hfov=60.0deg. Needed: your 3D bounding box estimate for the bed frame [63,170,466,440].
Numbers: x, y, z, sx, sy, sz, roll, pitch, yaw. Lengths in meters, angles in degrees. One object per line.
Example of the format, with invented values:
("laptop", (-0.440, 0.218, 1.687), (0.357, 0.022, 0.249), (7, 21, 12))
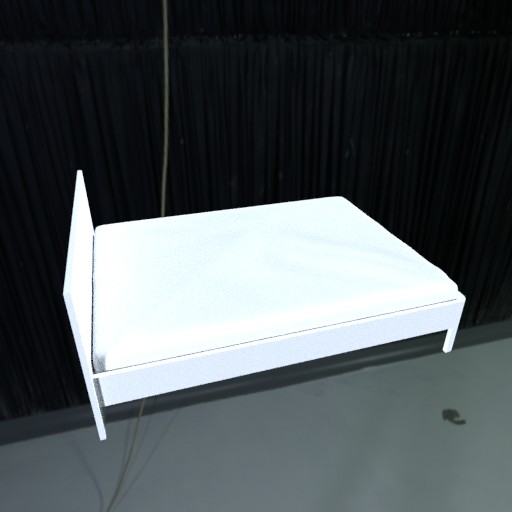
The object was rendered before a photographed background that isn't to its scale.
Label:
("bed frame", (0.000, 0.000, 2.696), (1.950, 0.800, 1.490), (-9, 30, -15))
